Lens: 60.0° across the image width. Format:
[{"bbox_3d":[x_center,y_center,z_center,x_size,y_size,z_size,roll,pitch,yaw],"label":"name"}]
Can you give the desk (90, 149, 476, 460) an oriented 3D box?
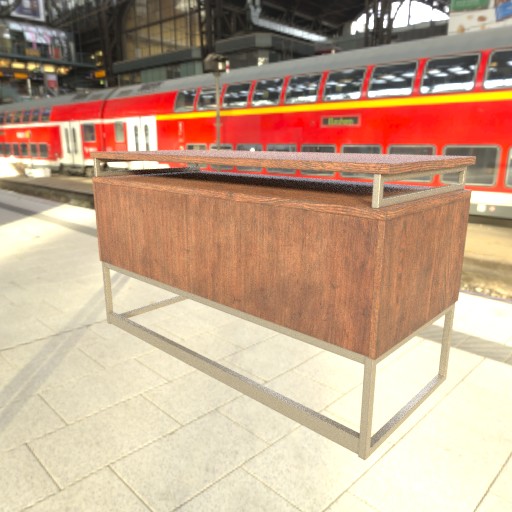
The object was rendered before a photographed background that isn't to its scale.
[{"bbox_3d":[0.000,0.000,1.761,1.384,0.792,0.610,13,20,41],"label":"desk"}]
